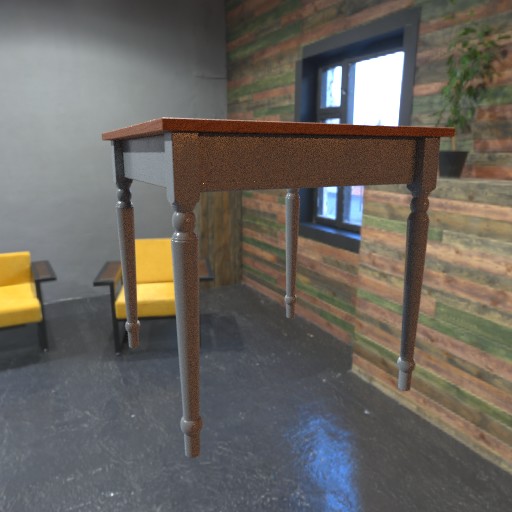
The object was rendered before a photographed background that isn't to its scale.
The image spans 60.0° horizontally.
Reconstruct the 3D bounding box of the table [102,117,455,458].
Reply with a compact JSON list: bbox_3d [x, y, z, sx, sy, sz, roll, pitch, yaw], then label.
[{"bbox_3d":[0.000,0.000,1.359,0.747,0.738,0.747,-6,15,-26],"label":"table"}]
